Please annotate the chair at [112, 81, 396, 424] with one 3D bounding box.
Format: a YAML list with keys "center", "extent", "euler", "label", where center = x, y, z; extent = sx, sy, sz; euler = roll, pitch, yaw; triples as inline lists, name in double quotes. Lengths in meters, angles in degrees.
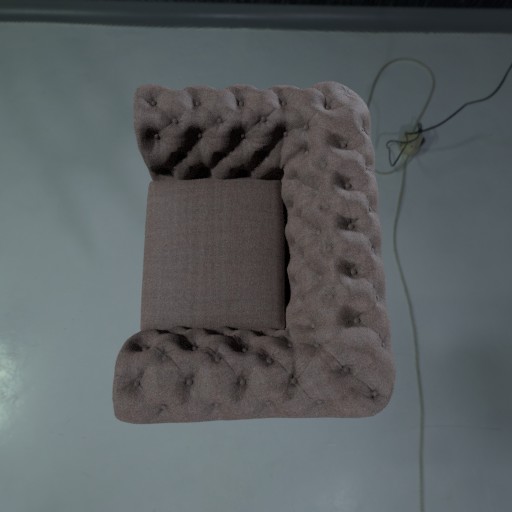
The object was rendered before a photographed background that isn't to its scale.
- center: [0.000, 0.000, 1.893]
  extent: [0.945, 0.780, 1.298]
  euler: [-1, 74, 0]
  label: "chair"
